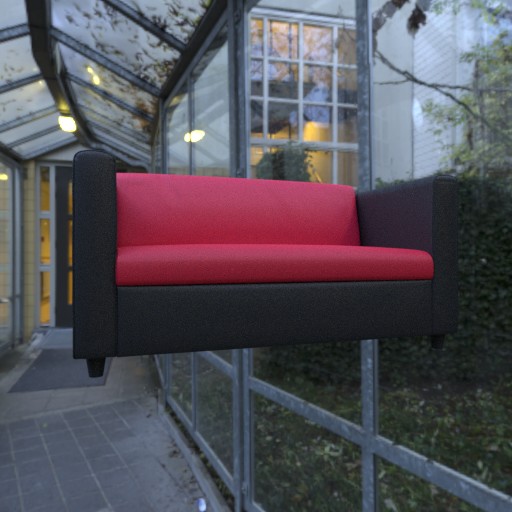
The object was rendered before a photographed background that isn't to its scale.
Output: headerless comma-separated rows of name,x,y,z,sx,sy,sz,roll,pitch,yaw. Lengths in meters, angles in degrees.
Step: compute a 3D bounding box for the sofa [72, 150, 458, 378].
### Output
sofa,0.000,0.000,1.910,1.410,0.735,0.845,0,0,-18
